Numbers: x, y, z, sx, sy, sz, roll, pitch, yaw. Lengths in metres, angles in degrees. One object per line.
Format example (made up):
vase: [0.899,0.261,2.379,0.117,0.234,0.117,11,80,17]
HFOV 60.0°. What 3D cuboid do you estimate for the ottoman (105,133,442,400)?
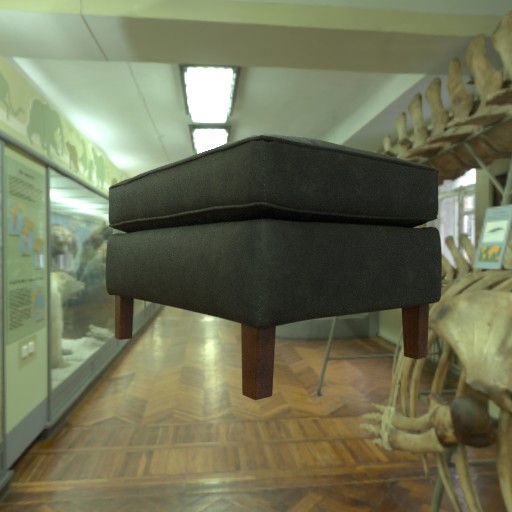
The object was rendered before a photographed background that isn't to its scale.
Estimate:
ottoman: [0.000,0.000,1.000,0.501,0.413,0.665,0,1,-37]
